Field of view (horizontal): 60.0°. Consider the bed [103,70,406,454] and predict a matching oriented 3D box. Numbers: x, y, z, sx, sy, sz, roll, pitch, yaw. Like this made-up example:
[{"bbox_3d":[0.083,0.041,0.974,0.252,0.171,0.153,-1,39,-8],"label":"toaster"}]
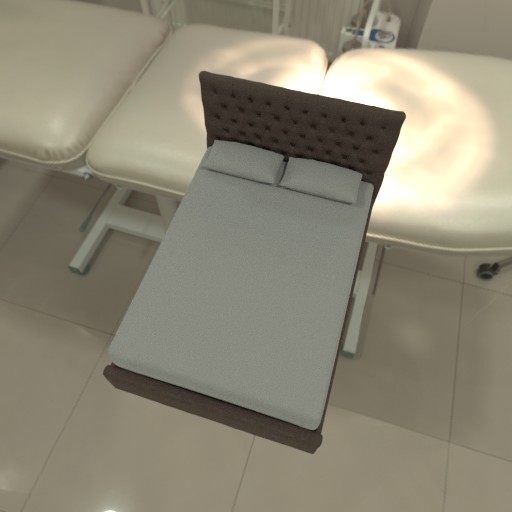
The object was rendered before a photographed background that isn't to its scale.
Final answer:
[{"bbox_3d":[0.000,0.000,3.540,1.698,1.427,2.387,15,60,9],"label":"bed"}]
